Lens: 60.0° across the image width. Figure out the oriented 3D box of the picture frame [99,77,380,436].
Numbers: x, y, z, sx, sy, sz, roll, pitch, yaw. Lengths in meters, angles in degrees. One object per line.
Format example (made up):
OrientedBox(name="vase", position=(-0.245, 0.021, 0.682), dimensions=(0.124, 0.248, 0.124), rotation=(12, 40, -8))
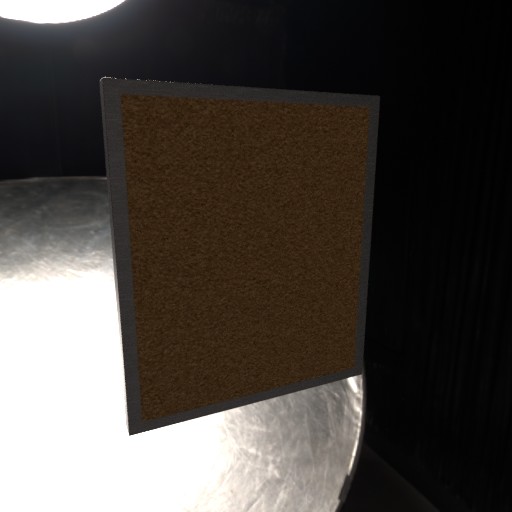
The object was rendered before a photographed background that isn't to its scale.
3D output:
OrientedBox(name="picture frame", position=(0.000, 0.000, 0.533), dimensions=(0.327, 0.378, 0.027), rotation=(-6, 15, -25))
